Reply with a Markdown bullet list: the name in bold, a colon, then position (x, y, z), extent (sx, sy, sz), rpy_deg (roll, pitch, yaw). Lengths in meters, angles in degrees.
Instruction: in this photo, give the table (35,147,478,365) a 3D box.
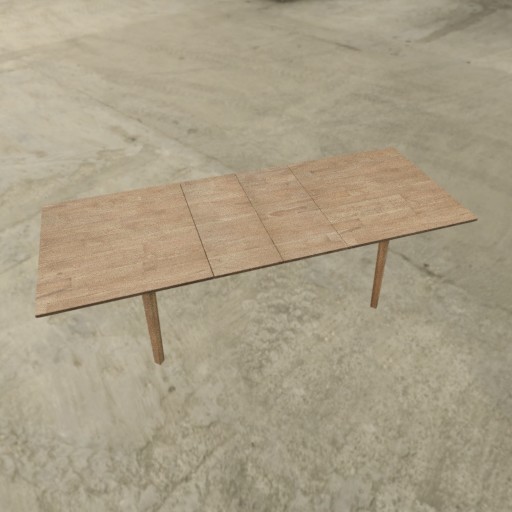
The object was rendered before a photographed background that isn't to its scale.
- **table**: position (0.000, 0.000, 3.079), extent (2.603, 0.752, 1.000), rpy_deg (-12, 42, -14)
